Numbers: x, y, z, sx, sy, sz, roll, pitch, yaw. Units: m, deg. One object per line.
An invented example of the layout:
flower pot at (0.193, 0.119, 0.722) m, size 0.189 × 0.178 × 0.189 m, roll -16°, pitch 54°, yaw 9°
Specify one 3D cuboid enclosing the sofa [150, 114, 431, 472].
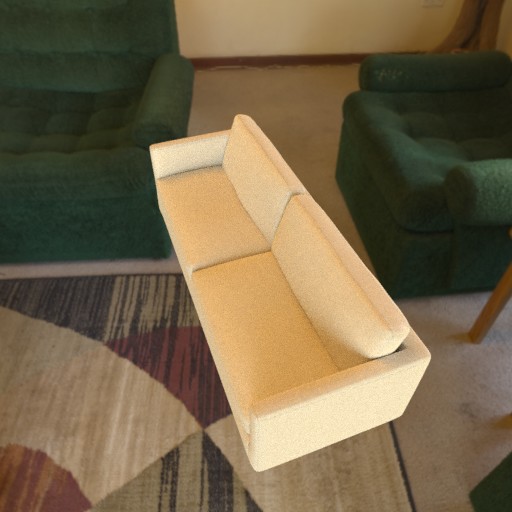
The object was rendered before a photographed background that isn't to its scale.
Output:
sofa at (0.000, 0.000, 3.011) m, size 0.948 × 0.965 × 2.434 m, roll -15°, pitch 47°, yaw -14°
